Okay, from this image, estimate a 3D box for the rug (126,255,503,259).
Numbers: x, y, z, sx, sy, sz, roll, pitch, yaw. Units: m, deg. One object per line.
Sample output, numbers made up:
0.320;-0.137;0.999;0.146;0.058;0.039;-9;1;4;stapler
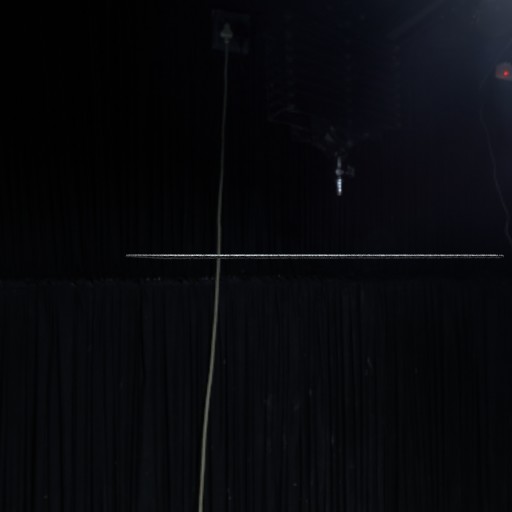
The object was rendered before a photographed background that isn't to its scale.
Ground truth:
0.000;0.000;2.910;1.530;0.012;2.444;0;0;-19;rug
